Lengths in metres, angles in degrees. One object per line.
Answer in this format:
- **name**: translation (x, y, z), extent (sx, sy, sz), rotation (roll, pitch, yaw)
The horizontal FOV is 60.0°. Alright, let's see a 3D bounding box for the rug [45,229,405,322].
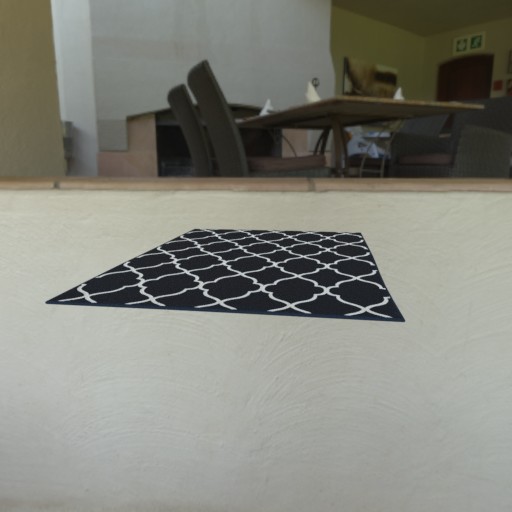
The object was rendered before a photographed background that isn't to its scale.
- **rug**: translation (0.000, 0.000, 2.925), extent (1.526, 0.014, 2.290), rotation (2, 12, 9)
